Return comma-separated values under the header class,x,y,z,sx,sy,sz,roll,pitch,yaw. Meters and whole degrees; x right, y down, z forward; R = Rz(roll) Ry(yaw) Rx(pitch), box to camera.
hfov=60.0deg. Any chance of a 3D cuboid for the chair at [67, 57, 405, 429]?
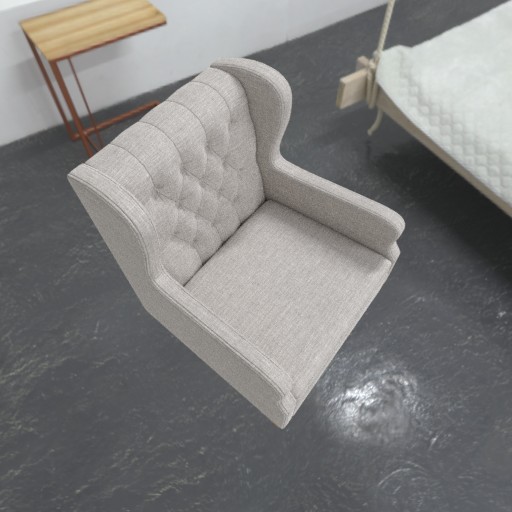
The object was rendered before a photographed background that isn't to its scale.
class,x,y,z,sx,sy,sz,roll,pitch,yaw
chair,0.000,0.000,1.497,0.760,0.930,0.710,33,64,19
